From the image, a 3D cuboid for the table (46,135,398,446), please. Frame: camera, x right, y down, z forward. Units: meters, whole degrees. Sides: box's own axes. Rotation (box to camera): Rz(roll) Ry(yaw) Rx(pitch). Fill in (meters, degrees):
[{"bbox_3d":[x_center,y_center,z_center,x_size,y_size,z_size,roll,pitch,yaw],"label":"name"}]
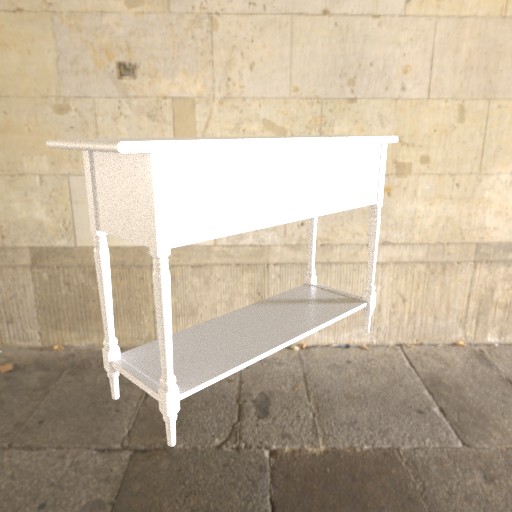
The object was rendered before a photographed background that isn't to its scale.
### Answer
[{"bbox_3d":[0.000,0.000,1.564,0.384,0.808,1.197,15,22,43],"label":"table"}]
